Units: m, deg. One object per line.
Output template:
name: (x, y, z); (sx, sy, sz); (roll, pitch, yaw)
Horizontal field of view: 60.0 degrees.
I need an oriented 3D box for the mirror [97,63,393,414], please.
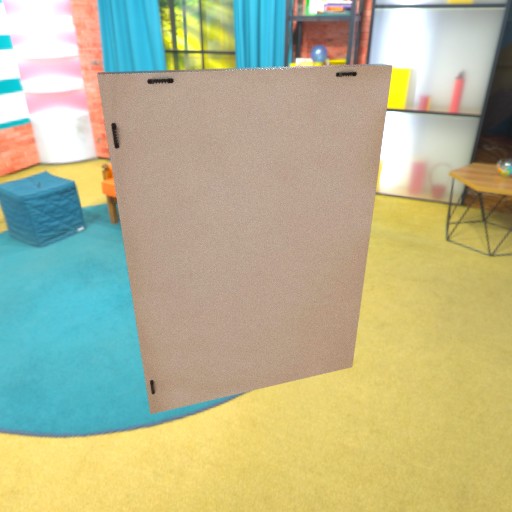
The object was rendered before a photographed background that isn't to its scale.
mirror: (0.000, 0.000, 0.909); (0.507, 0.710, 0.039); (-8, 29, -15)
